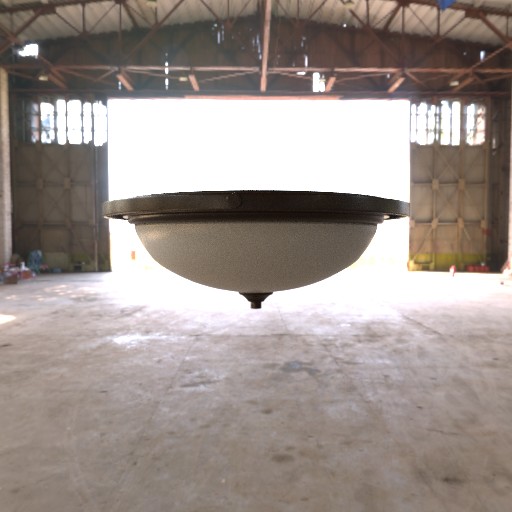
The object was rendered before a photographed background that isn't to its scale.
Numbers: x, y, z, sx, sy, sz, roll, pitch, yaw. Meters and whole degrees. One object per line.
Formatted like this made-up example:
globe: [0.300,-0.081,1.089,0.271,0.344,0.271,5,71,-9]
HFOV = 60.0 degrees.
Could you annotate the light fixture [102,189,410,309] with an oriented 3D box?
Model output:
light fixture: [0.000,0.000,0.551,0.361,0.130,0.361,0,2,0]
